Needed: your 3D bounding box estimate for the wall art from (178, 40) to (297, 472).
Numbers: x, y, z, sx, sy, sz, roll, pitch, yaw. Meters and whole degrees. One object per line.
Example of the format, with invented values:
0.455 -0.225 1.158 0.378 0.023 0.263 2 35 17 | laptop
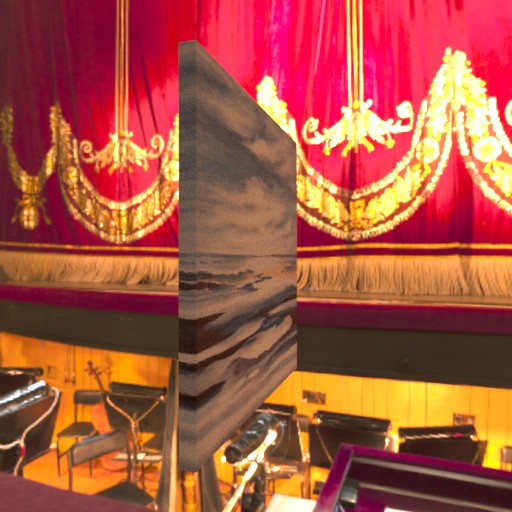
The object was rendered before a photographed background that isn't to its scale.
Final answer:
0.000 0.000 1.120 0.035 0.747 0.747 0 0 19 | wall art
